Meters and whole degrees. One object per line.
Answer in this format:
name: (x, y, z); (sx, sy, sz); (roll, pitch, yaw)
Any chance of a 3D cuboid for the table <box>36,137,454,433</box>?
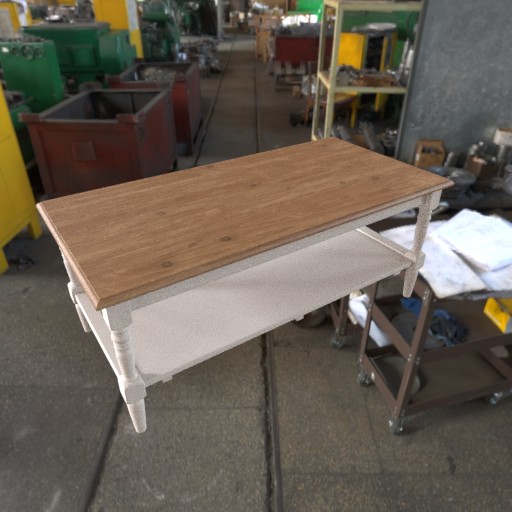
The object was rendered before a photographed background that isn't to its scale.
table: (0.000, 0.000, 1.430); (1.118, 0.458, 0.559); (-20, 37, -28)
